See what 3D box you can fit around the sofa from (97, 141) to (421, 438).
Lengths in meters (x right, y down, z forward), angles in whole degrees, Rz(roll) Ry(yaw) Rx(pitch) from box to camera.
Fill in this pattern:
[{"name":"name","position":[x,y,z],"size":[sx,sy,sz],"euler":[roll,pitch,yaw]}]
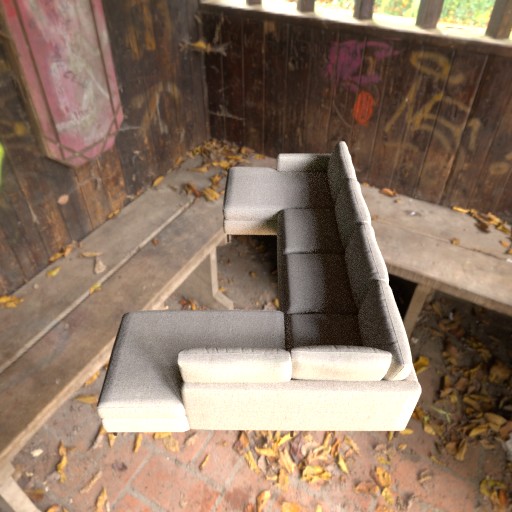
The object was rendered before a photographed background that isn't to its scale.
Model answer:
[{"name":"sofa","position":[0.000,0.000,3.582],"size":[1.879,0.756,2.737],"euler":[0,42,0]}]
